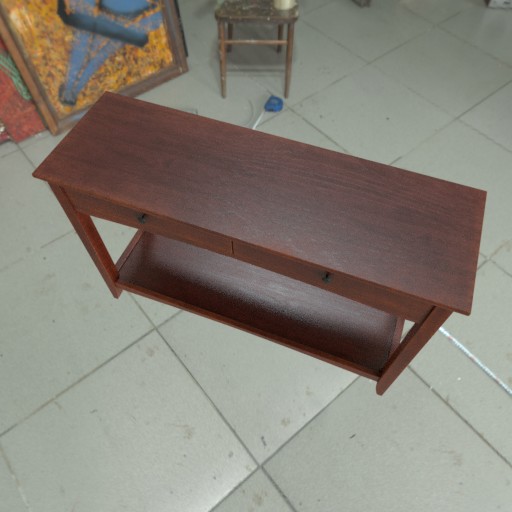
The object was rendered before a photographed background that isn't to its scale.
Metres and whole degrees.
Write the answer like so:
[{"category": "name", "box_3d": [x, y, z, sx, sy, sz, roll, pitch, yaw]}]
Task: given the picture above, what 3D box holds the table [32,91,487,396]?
[{"category": "table", "box_3d": [0.000, 0.000, 1.521, 1.188, 0.739, 0.392, 18, 59, 11]}]
